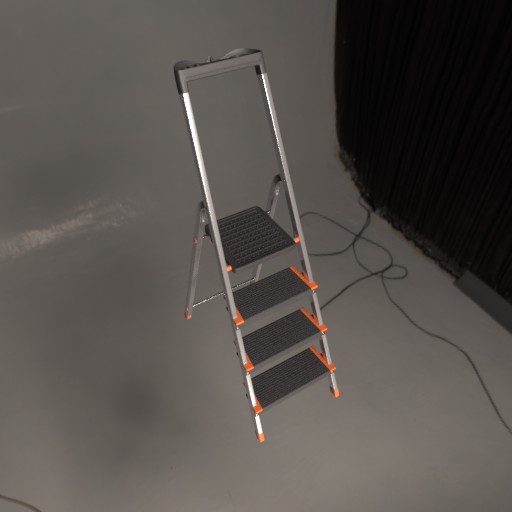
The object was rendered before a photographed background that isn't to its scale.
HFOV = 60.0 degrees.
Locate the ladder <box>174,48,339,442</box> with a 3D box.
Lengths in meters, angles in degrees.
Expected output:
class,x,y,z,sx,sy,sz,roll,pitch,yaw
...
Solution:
class,x,y,z,sx,sy,sz,roll,pitch,yaw
ladder,0.000,0.000,1.819,0.452,1.429,0.834,-23,49,-21
